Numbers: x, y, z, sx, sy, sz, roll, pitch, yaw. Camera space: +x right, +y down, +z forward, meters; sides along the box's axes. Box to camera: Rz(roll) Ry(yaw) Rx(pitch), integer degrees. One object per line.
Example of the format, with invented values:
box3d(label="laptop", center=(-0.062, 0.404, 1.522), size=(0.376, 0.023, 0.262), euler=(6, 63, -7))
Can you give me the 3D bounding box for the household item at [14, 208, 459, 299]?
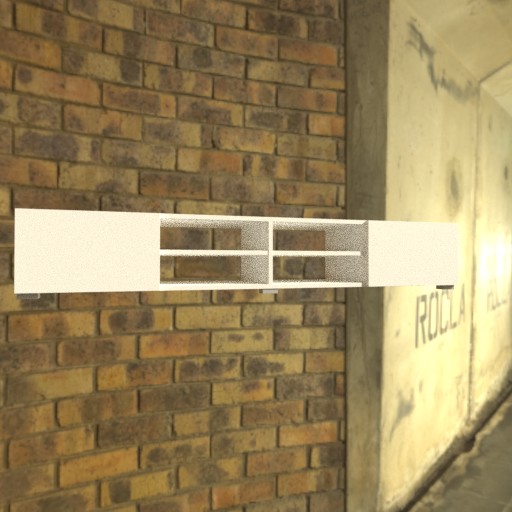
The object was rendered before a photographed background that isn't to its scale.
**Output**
box3d(label="household item", center=(0.000, 0.000, 1.978), size=(1.850, 0.310, 0.420), euler=(0, -1, -18))
